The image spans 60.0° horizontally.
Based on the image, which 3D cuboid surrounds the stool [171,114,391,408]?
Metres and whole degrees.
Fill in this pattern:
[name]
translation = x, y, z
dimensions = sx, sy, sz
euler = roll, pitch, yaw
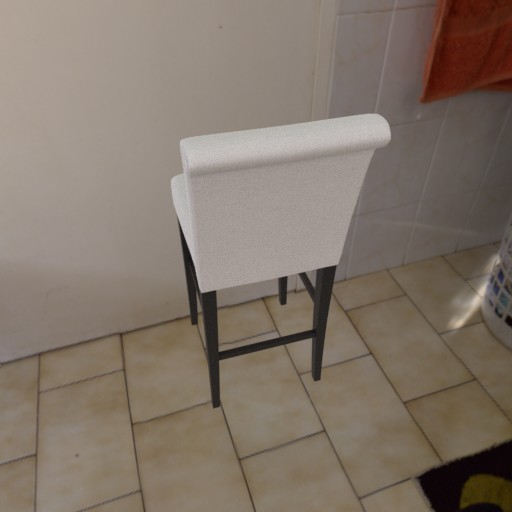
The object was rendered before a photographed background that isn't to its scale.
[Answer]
[stool]
translation = 0.000, 0.000, 1.469
dimensions = 0.452, 1.124, 0.597
euler = -11, 43, -12
